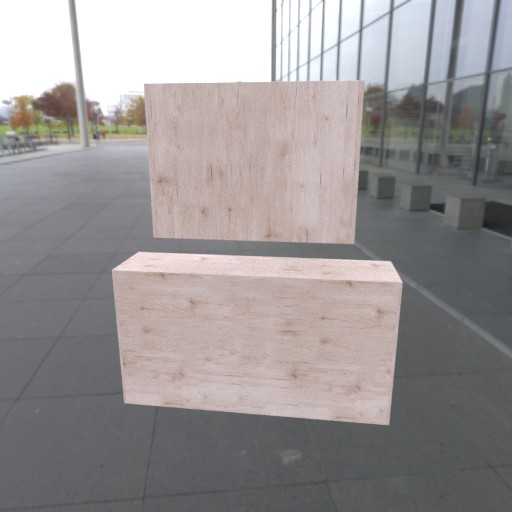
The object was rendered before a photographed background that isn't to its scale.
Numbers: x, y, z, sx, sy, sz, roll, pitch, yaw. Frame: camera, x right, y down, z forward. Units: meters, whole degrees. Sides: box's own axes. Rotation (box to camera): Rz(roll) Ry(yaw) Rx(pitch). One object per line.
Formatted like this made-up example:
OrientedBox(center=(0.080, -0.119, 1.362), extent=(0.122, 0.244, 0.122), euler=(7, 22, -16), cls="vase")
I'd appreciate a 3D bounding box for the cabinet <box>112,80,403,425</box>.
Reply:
OrientedBox(center=(0.000, 0.000, 2.750), extent=(1.700, 1.981, 0.420), euler=(2, 16, 7), cls="cabinet")
